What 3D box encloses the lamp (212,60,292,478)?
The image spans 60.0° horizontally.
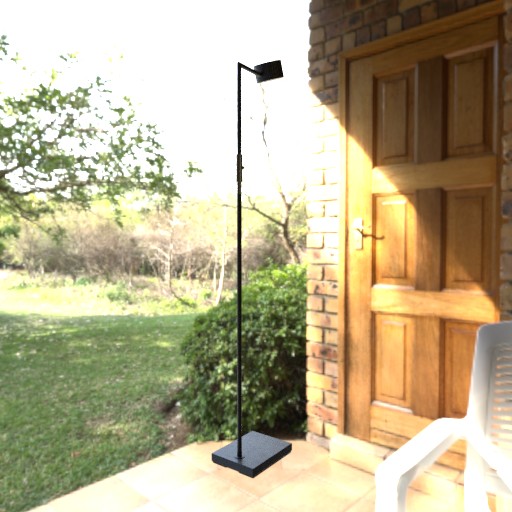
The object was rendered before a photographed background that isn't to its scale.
[{"bbox_3d":[0.000,0.000,1.756,0.203,1.600,0.304,1,2,37],"label":"lamp"}]
